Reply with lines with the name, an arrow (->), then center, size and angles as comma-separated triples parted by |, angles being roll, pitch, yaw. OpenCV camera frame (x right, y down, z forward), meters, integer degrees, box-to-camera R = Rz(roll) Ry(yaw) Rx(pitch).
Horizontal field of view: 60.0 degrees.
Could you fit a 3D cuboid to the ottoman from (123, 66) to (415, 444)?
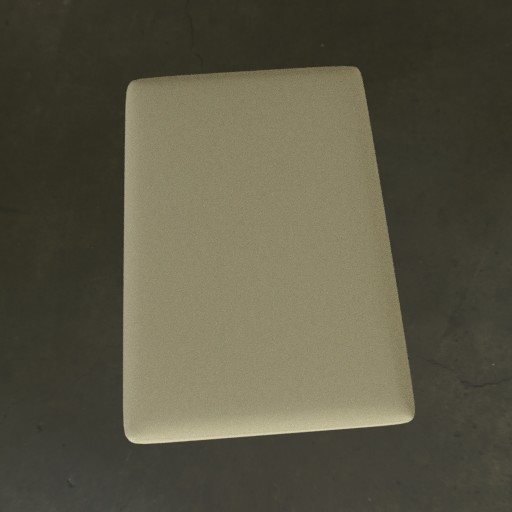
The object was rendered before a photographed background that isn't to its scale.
ottoman -> 0.000, 0.000, 1.159 | 0.581, 0.497, 0.835 | -4, 75, -1
